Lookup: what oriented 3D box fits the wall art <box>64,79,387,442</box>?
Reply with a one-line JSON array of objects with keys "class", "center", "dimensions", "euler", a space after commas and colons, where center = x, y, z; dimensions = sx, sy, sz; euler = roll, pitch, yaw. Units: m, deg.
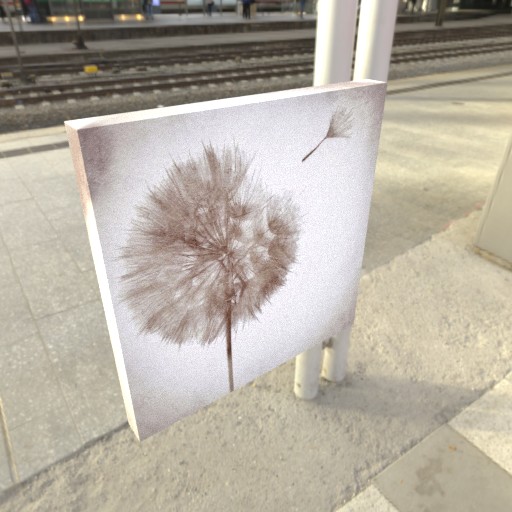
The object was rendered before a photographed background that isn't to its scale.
[{"class": "wall art", "center": [0.000, 0.000, 0.445], "dimensions": [0.303, 0.303, 0.028], "euler": [-21, 36, -31]}]
